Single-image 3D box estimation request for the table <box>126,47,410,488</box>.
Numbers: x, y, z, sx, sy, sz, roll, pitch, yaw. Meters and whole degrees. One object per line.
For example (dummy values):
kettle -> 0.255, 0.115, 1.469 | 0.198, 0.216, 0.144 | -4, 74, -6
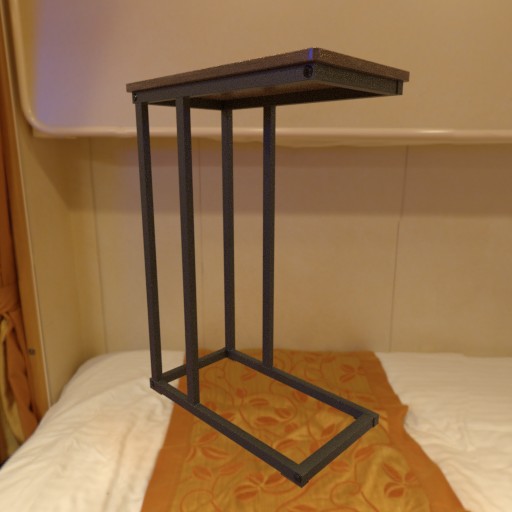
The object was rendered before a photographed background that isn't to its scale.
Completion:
table -> 0.000, 0.000, 0.848 | 0.450, 0.637, 0.254 | 13, 19, 43
